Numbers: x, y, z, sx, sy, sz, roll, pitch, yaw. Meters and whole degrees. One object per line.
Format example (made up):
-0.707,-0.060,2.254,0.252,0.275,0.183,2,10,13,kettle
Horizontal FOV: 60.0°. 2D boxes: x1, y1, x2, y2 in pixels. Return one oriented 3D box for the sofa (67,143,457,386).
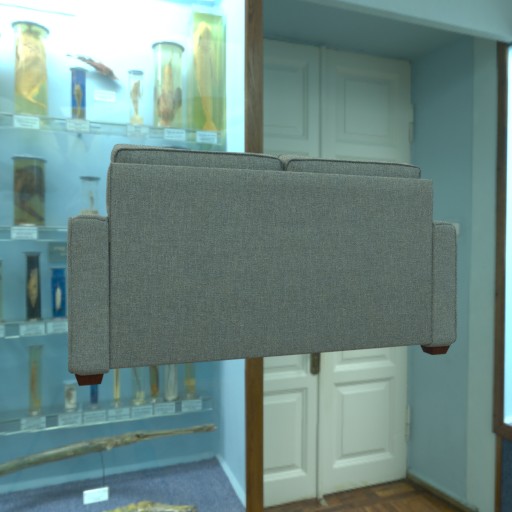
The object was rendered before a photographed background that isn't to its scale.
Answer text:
0.000,0.000,2.243,1.706,0.915,0.945,0,1,-17,sofa
